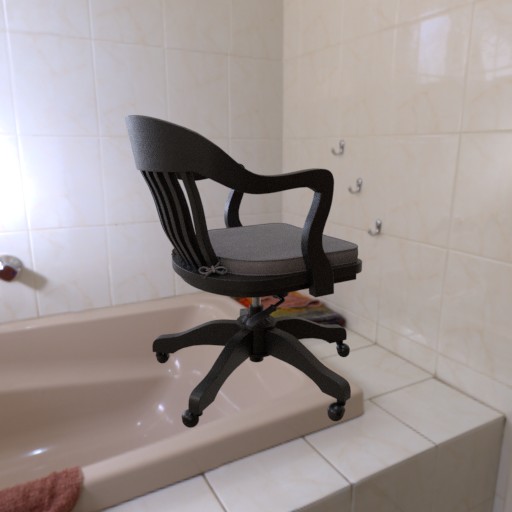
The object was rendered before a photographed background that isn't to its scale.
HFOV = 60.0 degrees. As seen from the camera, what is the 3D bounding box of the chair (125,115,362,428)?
[{"bbox_3d":[0.000,0.000,1.488,0.788,0.878,0.750,-7,15,-26],"label":"chair"}]
